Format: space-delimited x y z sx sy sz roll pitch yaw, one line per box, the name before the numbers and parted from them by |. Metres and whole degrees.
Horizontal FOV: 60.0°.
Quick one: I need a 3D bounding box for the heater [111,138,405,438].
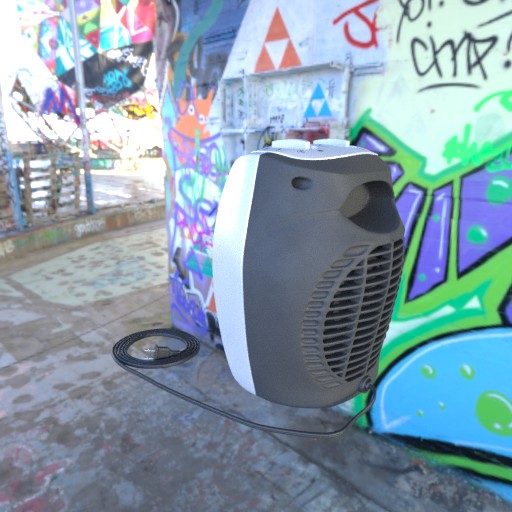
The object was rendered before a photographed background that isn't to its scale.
heater | 0.000 0.000 0.468 0.291 0.240 0.239 15 21 43
